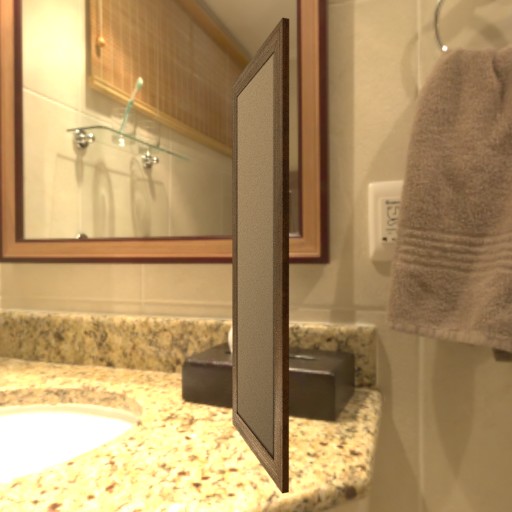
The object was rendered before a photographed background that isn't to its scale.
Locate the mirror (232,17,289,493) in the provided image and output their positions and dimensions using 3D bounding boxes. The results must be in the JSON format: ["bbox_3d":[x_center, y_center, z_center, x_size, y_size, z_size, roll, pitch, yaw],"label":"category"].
[{"bbox_3d":[0.000,0.000,2.282,0.032,2.031,0.812,0,1,-18],"label":"mirror"}]
